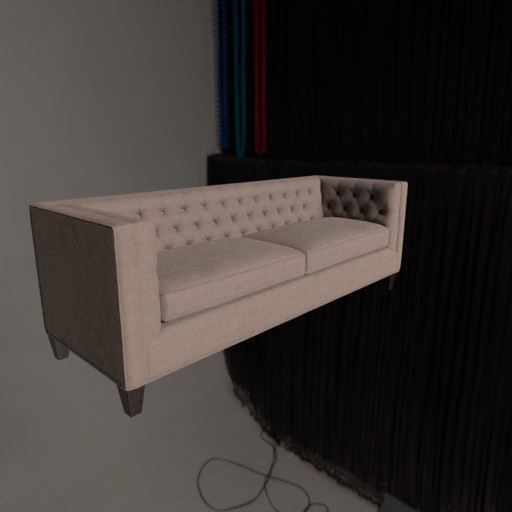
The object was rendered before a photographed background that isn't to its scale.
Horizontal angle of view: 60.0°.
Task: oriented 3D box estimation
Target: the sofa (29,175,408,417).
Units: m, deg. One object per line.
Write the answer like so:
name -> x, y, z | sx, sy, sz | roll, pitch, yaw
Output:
sofa -> 0.000, 0.000, 2.574 | 0.775, 0.762, 2.159 | 14, 20, 42
